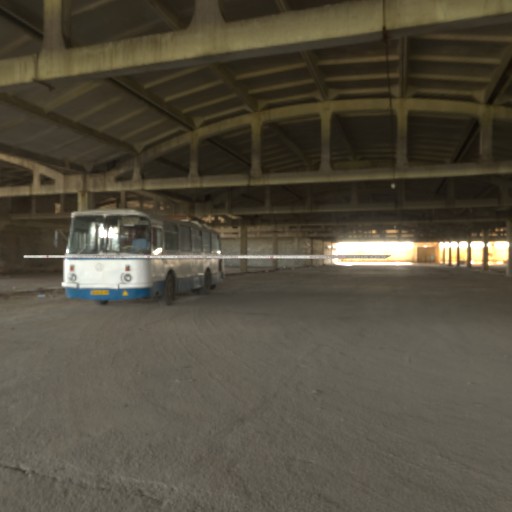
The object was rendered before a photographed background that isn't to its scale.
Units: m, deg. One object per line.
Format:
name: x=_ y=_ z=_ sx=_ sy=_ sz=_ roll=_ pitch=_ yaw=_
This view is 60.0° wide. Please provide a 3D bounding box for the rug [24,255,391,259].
rug: x=0.000 y=0.000 z=4.020 sx=2.317 sy=0.016 sz=2.959 roll=0 pitch=0 yaw=17
